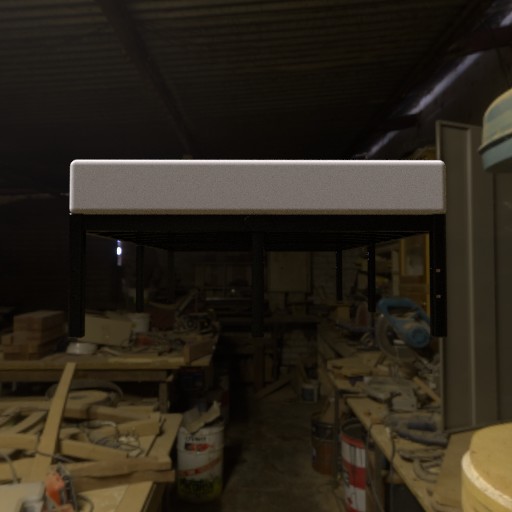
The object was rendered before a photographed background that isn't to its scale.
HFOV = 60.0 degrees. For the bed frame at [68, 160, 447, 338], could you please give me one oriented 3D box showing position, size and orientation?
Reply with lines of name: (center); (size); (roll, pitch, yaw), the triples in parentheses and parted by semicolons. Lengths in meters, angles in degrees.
bed frame: (0.000, 0.000, 2.603); (1.408, 0.659, 1.956); (0, -2, 0)
